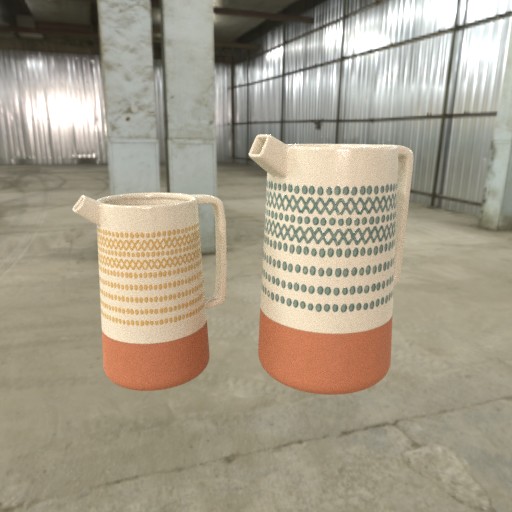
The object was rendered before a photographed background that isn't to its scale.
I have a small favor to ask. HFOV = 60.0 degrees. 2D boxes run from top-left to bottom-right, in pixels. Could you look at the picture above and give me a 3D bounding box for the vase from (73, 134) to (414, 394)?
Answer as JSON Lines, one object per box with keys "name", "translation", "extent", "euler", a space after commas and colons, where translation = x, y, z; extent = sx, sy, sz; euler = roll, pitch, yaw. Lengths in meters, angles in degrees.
{"name": "vase", "translation": [0.000, 0.000, 0.467], "extent": [0.326, 0.247, 0.168], "euler": [2, 16, 9]}
